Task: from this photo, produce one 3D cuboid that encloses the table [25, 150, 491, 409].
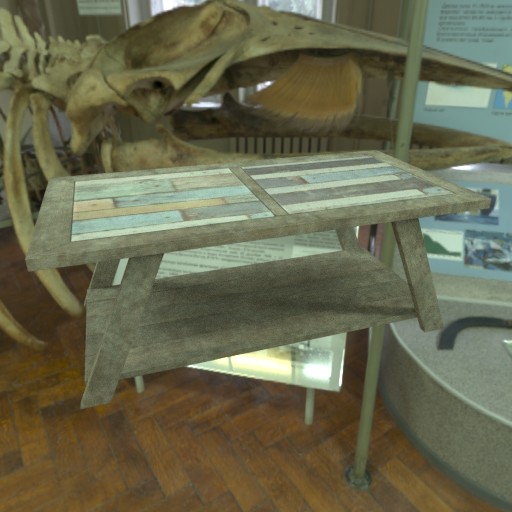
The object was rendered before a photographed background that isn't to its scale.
[{"bbox_3d":[0.000,0.000,1.463,1.219,0.470,0.610,-8,28,-16],"label":"table"}]
